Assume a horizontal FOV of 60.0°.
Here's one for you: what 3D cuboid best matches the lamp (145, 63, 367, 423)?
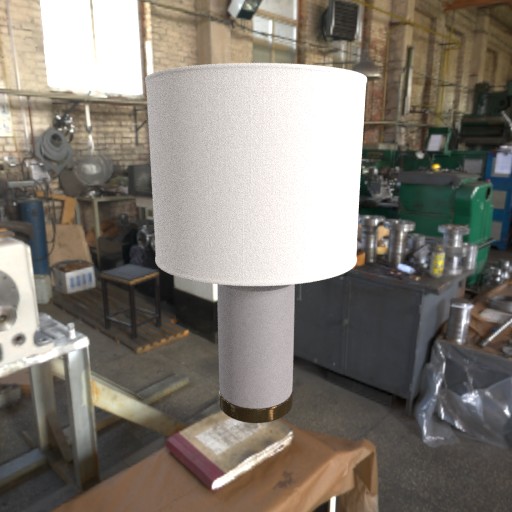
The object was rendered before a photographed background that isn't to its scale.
[{"bbox_3d":[0.000,0.000,0.516,0.229,0.380,0.229,0,14,0],"label":"lamp"}]
